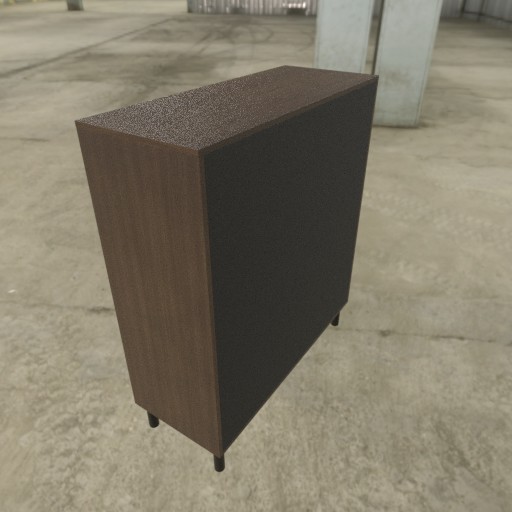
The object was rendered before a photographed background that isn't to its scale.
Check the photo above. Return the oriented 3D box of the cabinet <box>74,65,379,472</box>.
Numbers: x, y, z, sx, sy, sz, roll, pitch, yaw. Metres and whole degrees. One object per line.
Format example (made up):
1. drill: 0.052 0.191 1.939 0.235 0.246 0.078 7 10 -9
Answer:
1. cabinet: 0.000 0.000 1.664 0.400 1.170 1.010 20 37 28
